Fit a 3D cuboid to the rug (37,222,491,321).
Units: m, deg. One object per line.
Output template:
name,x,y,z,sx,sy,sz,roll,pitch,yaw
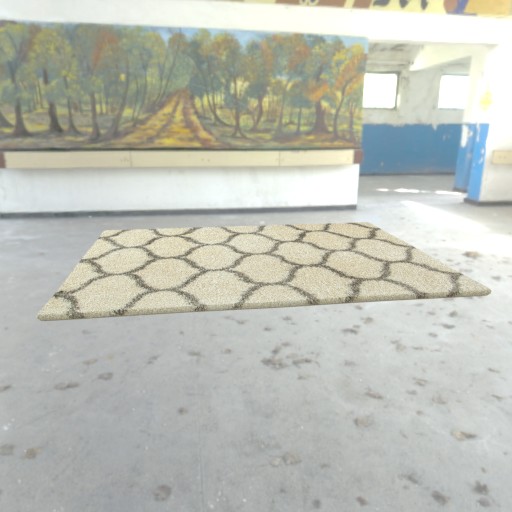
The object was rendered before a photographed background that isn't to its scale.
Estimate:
rug,0.000,0.000,2.098,1.600,0.025,1.200,-2,17,-8
